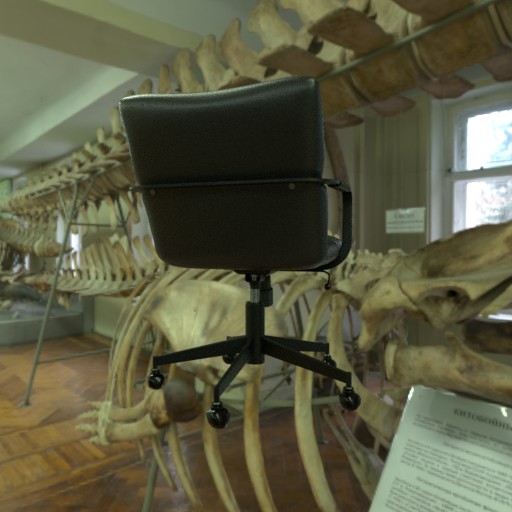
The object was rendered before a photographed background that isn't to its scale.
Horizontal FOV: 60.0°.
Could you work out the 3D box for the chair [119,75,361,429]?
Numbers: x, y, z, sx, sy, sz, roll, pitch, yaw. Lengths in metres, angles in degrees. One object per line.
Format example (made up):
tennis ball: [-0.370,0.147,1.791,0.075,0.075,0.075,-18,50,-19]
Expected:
chair: [0.000,0.000,1.514,0.719,0.922,0.748,0,1,18]
